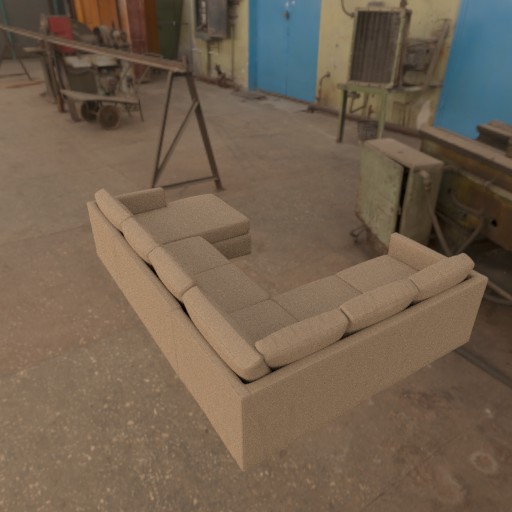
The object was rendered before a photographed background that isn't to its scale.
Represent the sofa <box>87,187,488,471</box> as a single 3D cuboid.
[{"bbox_3d":[0.000,0.000,4.513,2.427,0.882,3.460,-18,35,-28],"label":"sofa"}]
